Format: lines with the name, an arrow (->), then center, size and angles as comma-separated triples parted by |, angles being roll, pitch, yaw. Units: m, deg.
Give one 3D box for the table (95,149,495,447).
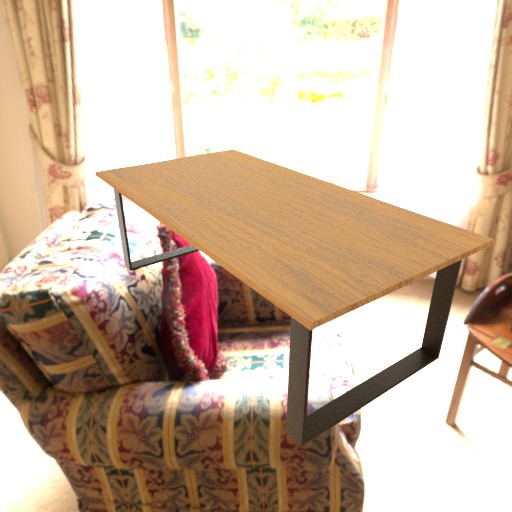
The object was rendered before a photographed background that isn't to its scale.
table -> 0.000, 0.000, 1.637 | 0.693, 0.445, 1.331 | -18, 32, -32
